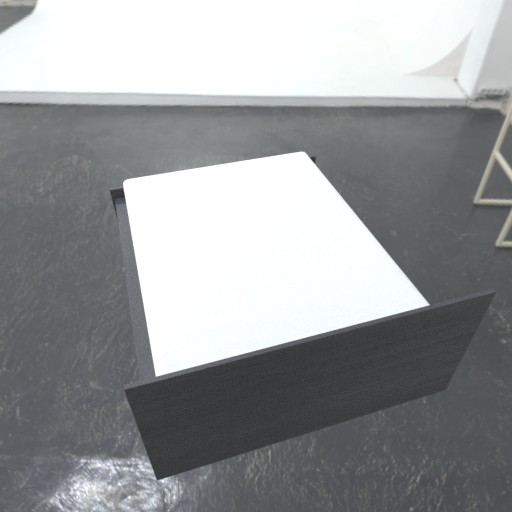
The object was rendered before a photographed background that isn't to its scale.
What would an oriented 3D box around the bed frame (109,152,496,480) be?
[{"bbox_3d":[0.000,0.000,2.750,1.622,0.800,1.960,-12,43,-13],"label":"bed frame"}]
